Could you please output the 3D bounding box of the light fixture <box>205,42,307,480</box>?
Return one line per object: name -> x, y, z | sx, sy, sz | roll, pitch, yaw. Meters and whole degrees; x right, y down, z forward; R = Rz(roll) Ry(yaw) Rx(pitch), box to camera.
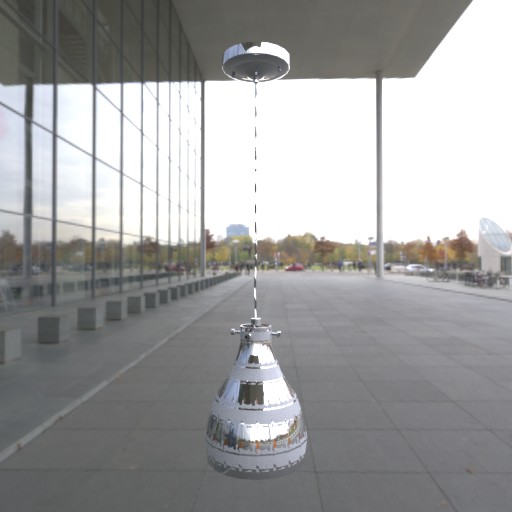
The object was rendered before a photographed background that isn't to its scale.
light fixture -> 0.000, 0.000, 1.624 | 0.374, 1.457, 0.374 | 0, -1, 18
